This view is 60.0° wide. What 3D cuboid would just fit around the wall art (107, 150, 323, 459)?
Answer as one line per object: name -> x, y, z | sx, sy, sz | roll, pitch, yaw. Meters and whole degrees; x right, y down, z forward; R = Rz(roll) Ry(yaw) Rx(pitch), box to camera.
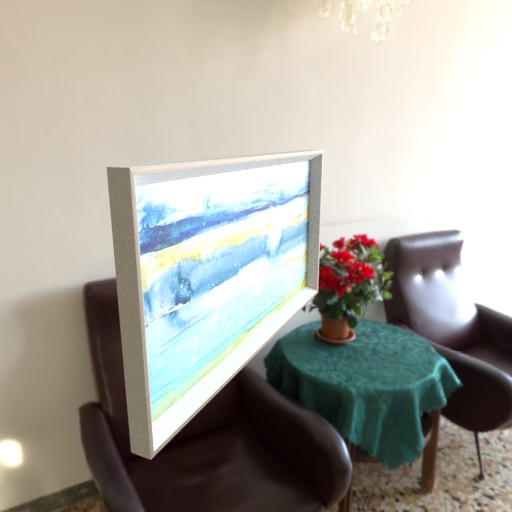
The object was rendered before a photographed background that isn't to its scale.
wall art -> 0.000, 0.000, 0.970 | 0.038, 0.431, 0.812 | 7, 17, 25
